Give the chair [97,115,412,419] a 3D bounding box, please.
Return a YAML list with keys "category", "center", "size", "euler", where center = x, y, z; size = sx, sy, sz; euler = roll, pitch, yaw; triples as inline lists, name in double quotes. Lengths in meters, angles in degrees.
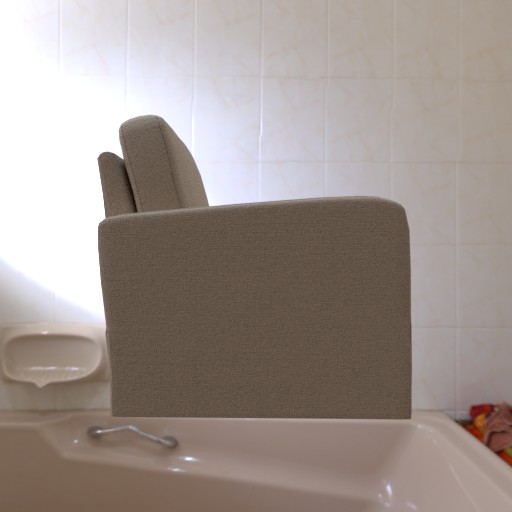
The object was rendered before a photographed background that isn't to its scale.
- category: "chair"
  center: [0.000, 0.000, 1.504]
  size: [0.888, 0.827, 0.755]
  euler: [0, 0, 1]
